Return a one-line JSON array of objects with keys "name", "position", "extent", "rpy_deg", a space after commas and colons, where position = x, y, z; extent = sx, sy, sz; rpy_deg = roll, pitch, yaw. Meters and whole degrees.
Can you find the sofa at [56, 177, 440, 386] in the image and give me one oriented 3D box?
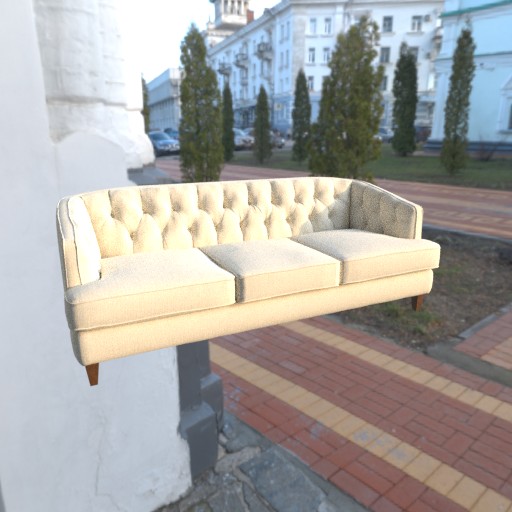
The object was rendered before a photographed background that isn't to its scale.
[{"name": "sofa", "position": [0.000, 0.000, 2.795], "extent": [2.278, 0.855, 0.941], "rpy_deg": [-8, 18, -25]}]
